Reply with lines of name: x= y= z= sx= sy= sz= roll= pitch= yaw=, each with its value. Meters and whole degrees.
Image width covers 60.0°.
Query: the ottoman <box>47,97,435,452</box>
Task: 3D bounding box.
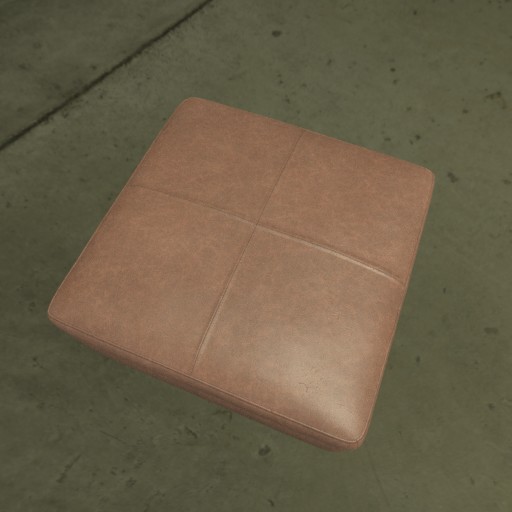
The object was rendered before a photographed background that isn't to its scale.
ottoman: x=0.000 y=0.000 z=1.809 sx=1.168 sy=0.490 sz=1.168 roll=20 pitch=65 yaw=10
